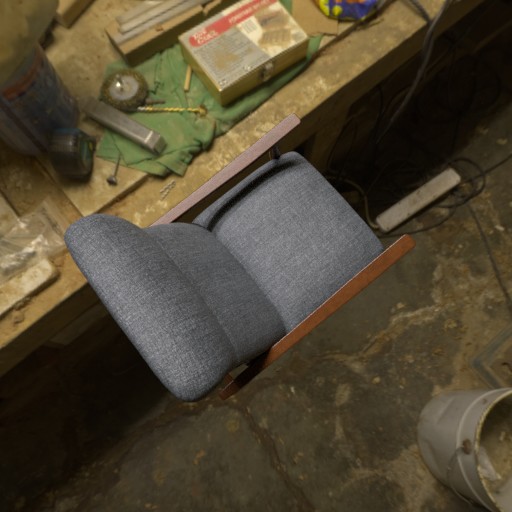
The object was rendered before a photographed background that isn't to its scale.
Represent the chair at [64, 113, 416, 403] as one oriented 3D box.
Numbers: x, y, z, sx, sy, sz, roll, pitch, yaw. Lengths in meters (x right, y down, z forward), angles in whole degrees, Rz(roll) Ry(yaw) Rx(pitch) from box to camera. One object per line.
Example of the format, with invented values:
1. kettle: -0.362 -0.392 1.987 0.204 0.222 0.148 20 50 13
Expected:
1. chair: 0.000 0.000 1.829 1.030 1.082 0.762 -38 78 -9
